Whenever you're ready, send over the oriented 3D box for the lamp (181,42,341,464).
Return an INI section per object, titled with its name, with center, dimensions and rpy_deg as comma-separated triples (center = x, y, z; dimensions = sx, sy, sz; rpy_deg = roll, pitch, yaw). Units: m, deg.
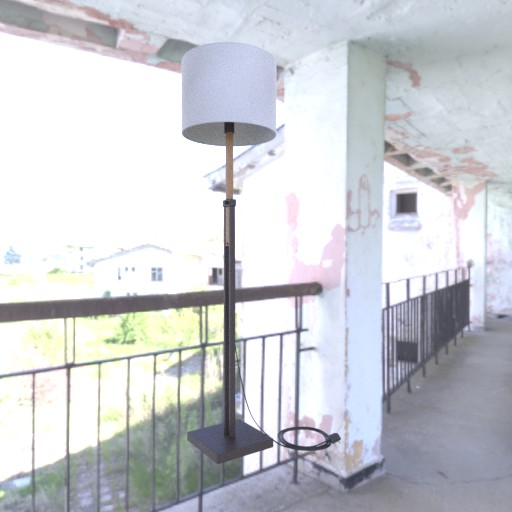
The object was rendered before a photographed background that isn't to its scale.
[lamp]
center = 0.000, 0.000, 1.953
dimensions = 0.639, 1.650, 0.474
rpy_deg = 0, 1, -35
